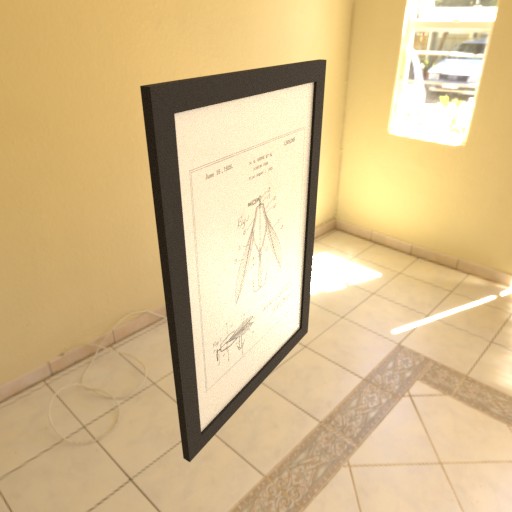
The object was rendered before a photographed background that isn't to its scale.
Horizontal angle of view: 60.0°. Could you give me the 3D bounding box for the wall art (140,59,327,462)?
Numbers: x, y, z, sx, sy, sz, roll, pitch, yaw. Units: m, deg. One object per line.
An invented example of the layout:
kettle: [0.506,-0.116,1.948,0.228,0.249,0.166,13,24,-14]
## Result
wall art: [0.000,0.000,0.686,0.013,0.534,0.380,17,33,29]
